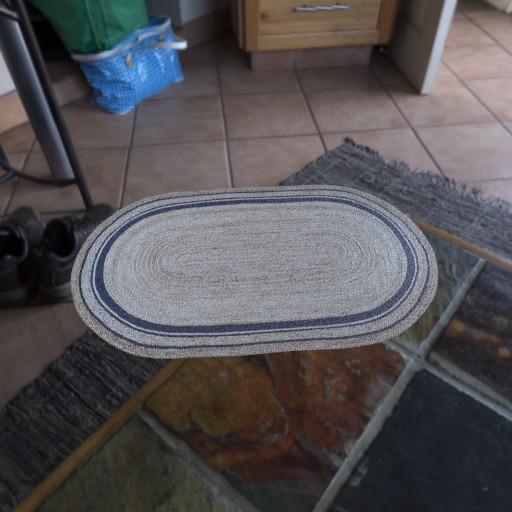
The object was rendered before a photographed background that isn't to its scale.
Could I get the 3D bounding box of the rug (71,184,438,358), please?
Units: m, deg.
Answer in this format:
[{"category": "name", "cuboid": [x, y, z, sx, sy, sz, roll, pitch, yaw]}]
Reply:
[{"category": "rug", "cuboid": [0.000, 0.000, 3.005, 2.432, 0.006, 1.520, -3, 46, -3]}]
